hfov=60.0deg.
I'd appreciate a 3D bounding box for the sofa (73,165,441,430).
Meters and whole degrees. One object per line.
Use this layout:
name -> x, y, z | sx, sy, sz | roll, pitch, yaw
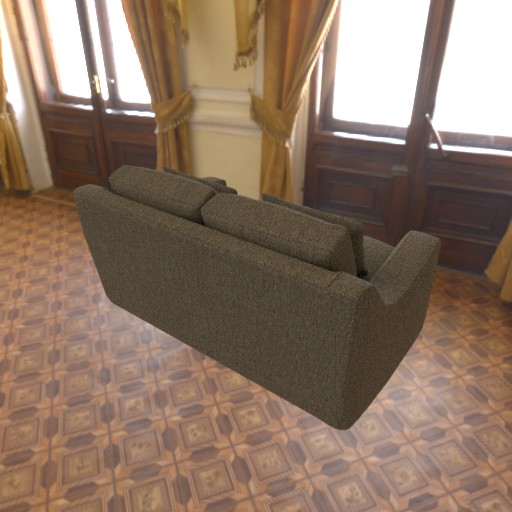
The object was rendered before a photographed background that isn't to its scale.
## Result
sofa -> 0.000, 0.000, 2.524 | 1.778, 0.991, 1.120 | 21, 35, 32
